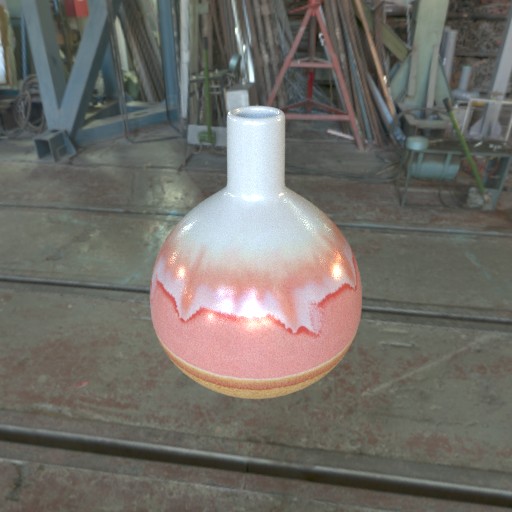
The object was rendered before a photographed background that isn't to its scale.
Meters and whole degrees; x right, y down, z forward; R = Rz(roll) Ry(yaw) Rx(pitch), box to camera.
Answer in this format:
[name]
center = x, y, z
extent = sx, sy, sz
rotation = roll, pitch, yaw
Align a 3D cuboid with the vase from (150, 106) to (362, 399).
[vase]
center = 0.000, 0.000, 0.277
extent = 0.137, 0.176, 0.137
rotation = 0, 32, 0
